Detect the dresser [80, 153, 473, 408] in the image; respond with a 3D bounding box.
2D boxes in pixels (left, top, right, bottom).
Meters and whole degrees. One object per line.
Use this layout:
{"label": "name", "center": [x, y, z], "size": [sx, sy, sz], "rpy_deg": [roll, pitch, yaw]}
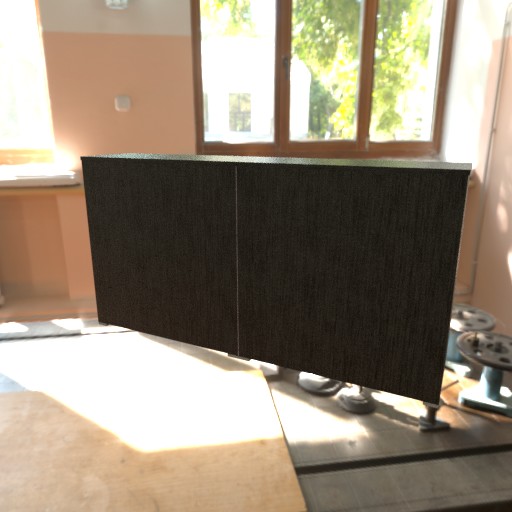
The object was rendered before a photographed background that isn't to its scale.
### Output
{"label": "dresser", "center": [0.000, 0.000, 1.848], "size": [1.535, 0.790, 0.333], "rpy_deg": [8, 18, 25]}
